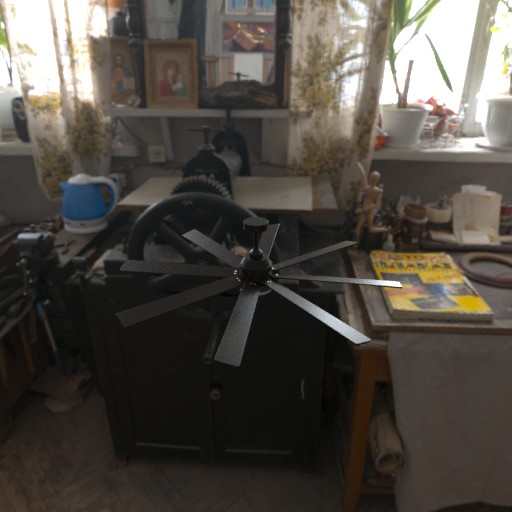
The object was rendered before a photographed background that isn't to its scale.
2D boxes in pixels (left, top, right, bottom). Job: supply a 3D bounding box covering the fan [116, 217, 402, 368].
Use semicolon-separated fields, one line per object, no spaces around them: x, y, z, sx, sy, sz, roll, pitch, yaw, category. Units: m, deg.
0.000;0.000;2.833;1.830;0.472;1.830;-17;30;-32;fan
